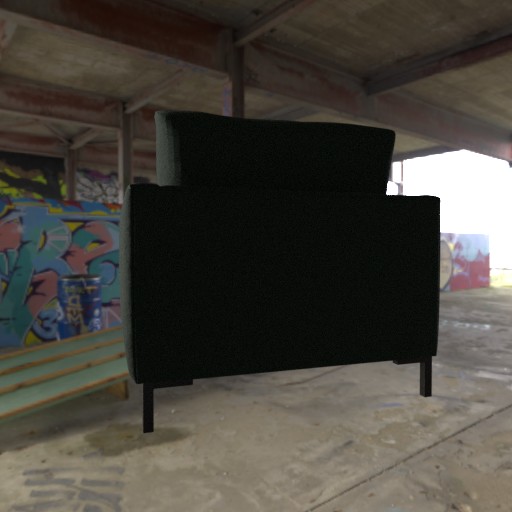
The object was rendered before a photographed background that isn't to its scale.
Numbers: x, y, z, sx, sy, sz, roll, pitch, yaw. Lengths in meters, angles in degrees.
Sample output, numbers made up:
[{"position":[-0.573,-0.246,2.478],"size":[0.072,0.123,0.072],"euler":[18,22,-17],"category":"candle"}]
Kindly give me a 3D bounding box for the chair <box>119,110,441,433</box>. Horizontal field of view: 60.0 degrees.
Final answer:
[{"position":[0.000,0.000,1.630],"size":[0.963,0.861,0.866],"euler":[0,2,-18],"category":"chair"}]
